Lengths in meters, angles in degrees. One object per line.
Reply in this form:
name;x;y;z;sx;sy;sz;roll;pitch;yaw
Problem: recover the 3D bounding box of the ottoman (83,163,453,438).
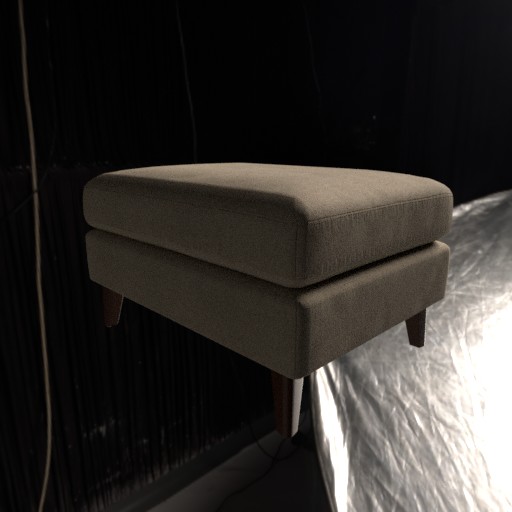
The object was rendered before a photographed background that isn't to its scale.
ottoman;0.000;0.000;1.217;0.610;0.478;0.823;-14;20;-42
